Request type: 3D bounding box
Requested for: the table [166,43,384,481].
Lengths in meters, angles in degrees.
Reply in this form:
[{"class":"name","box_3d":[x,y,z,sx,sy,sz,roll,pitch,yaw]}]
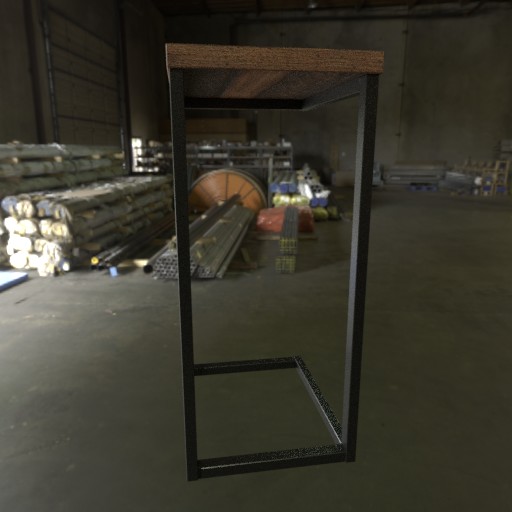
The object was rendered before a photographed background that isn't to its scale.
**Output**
[{"class":"table","box_3d":[0.000,0.000,0.920,0.323,0.718,0.414,-2,14,-9]}]
